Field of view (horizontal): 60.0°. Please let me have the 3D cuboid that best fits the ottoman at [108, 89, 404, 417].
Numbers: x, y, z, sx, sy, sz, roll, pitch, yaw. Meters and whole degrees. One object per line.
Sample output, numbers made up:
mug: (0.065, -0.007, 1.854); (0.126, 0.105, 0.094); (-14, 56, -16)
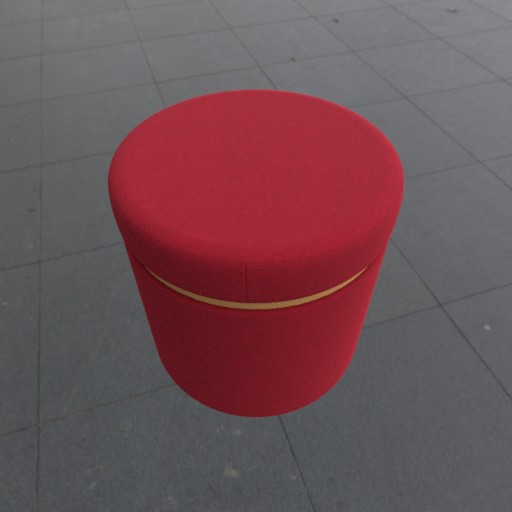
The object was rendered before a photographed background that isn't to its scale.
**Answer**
ottoman: (0.000, 0.000, 0.745); (0.400, 0.406, 0.400); (0, 47, 0)
